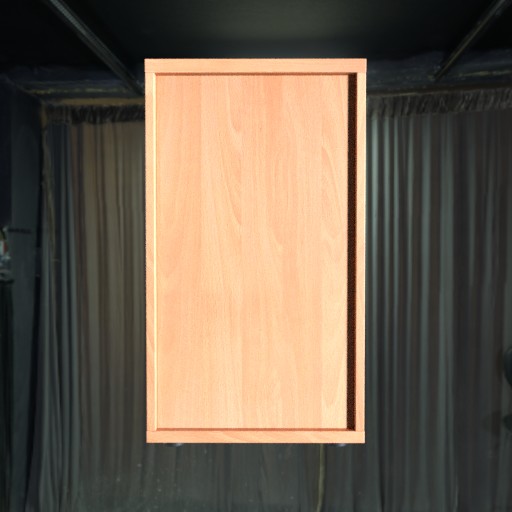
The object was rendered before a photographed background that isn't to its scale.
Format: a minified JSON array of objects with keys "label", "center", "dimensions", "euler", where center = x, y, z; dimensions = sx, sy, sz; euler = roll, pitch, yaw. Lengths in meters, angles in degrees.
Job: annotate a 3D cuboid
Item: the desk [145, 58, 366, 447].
[{"label":"desk","center":[0.000,0.000,1.114],"dimensions":[0.404,0.730,0.600],"euler":[0,1,0]}]
